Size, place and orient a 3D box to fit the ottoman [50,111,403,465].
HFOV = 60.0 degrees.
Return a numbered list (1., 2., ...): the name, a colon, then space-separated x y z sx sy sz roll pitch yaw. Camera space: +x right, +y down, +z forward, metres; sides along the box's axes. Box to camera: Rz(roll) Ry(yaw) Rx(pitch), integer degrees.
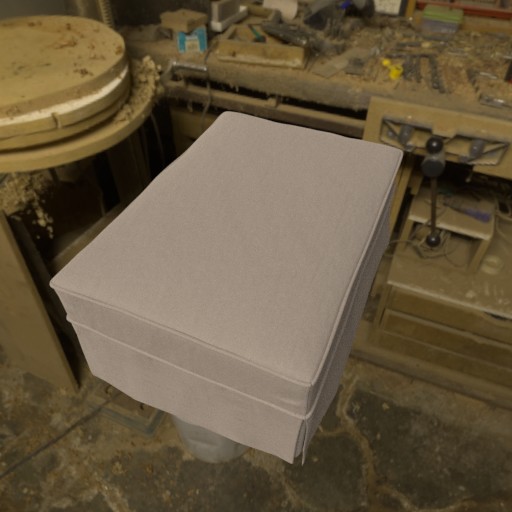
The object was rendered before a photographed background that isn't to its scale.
1. ottoman: 0.000 0.000 1.346 0.703 0.479 0.944 18 48 16
